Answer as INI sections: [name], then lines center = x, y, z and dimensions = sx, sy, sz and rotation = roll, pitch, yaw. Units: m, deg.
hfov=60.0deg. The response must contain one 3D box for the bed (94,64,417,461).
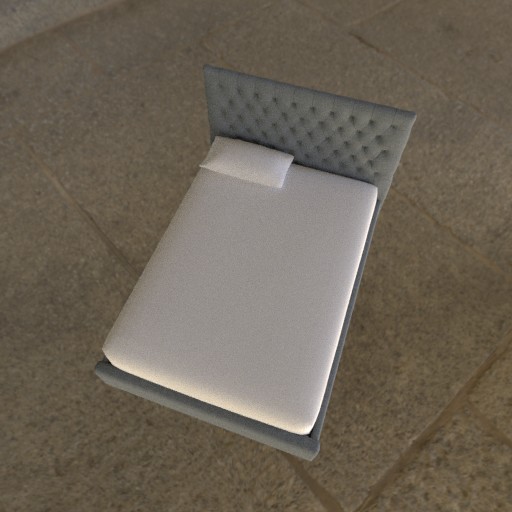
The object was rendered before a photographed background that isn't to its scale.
[bed]
center = 0.000, 0.000, 3.405
dimensions = 1.698, 1.411, 2.335
rotation = 17, 60, 10
